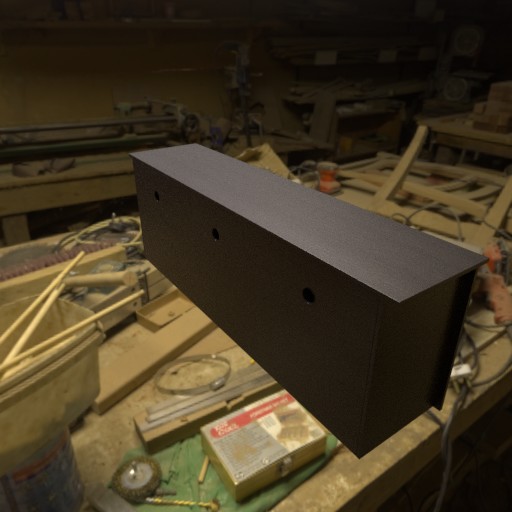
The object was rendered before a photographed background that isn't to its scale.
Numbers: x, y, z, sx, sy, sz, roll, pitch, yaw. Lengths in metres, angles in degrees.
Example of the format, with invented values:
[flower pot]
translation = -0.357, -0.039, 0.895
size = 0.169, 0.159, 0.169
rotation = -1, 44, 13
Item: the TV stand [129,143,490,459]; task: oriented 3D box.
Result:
[TV stand]
translation = 0.000, 0.000, 1.969
size = 0.406, 0.610, 1.778
rotation = -18, 32, -31
